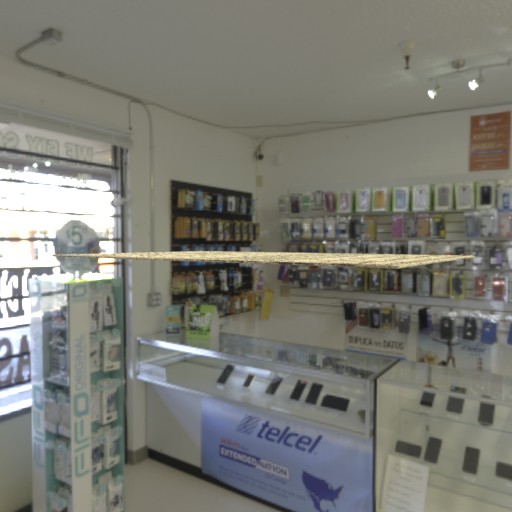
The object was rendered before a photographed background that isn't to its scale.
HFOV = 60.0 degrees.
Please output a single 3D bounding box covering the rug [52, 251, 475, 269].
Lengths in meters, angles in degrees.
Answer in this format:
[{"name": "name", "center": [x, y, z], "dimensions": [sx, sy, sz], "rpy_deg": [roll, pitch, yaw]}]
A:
[{"name": "rug", "center": [0.000, 0.000, 3.010], "dimensions": [2.444, 0.012, 1.530], "rpy_deg": [1, 2, 36]}]
